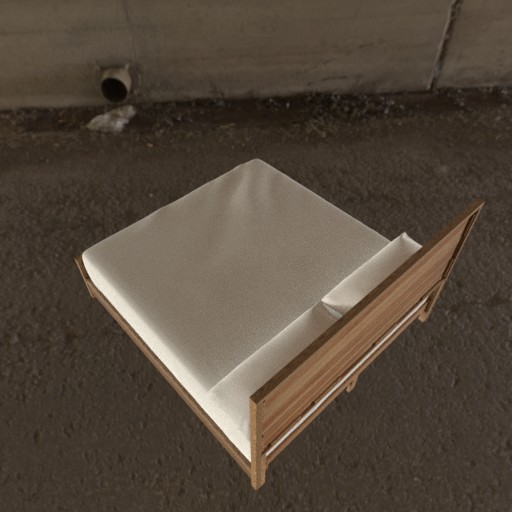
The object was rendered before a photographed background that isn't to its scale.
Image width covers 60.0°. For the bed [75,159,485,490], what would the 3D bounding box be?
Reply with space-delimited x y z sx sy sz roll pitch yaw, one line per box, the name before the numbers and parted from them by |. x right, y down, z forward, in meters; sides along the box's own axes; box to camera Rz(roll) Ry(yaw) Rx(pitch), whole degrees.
bed | 0.000 0.000 3.420 2.013 1.295 2.184 -34 56 -27
